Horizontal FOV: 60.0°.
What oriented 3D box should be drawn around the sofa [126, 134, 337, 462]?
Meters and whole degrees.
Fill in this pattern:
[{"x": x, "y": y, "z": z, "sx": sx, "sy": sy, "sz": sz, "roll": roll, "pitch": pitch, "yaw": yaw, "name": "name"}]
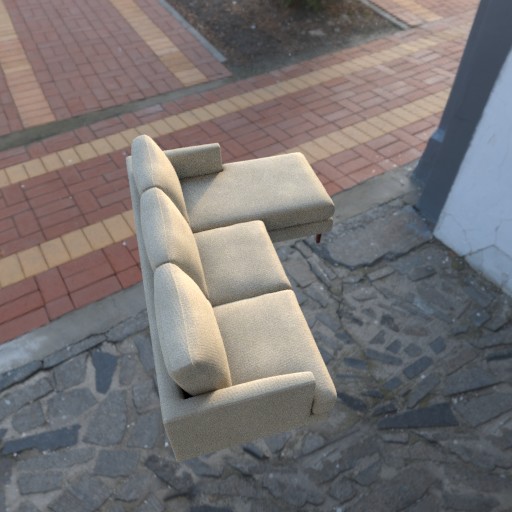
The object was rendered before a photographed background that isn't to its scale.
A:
[{"x": 0.000, "y": 0.000, "z": 3.043, "sx": 1.504, "sy": 0.956, "sz": 2.233, "roll": -12, "pitch": 48, "yaw": -11, "name": "sofa"}]
